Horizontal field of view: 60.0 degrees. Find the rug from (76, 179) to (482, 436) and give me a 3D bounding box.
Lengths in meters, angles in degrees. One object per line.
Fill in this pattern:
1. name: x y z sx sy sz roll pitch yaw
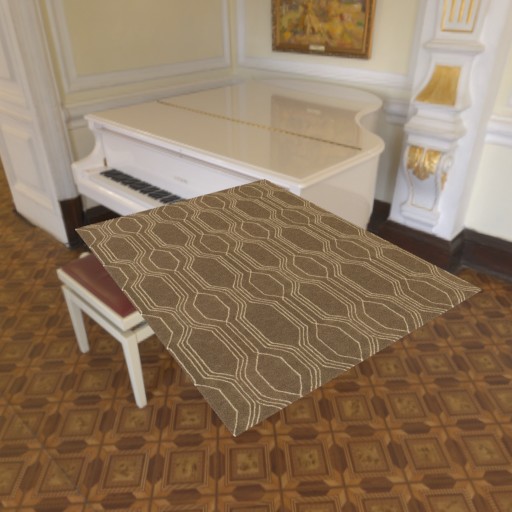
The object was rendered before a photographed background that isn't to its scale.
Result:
1. rug: 0.000 0.000 4.163 2.457 0.012 3.062 -20 37 -30
